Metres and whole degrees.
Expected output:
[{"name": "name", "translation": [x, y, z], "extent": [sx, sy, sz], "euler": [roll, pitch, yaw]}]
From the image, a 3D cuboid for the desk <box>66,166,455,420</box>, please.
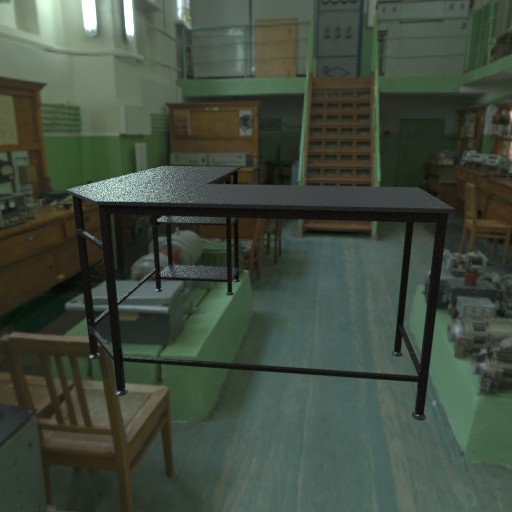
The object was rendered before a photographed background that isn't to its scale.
[{"name": "desk", "translation": [0.000, 0.000, 2.166], "extent": [1.379, 0.739, 1.379], "euler": [2, 16, 7]}]
